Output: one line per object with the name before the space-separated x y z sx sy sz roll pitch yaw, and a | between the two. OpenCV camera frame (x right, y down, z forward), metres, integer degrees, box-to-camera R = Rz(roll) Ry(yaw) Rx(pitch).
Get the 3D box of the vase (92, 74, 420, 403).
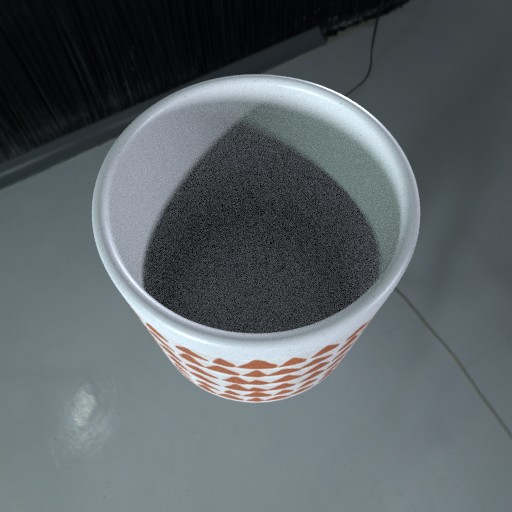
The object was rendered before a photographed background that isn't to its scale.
vase | 0.000 0.000 0.241 0.137 0.127 0.137 0 63 0
